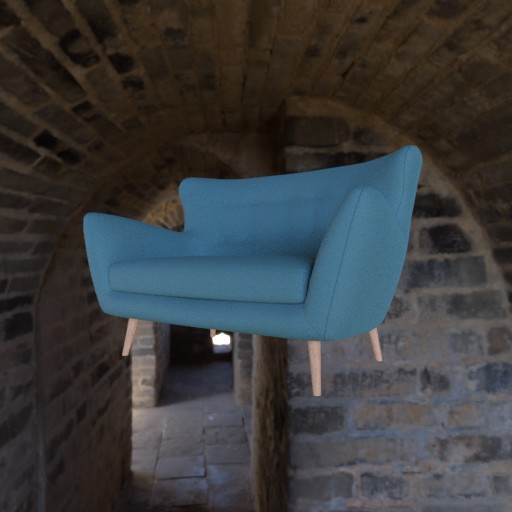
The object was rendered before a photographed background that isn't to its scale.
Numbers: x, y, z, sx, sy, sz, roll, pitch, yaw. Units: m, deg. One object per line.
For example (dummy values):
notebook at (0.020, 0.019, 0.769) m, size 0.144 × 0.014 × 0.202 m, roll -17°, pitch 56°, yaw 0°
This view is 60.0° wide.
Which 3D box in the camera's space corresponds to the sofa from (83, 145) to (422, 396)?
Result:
sofa at (0.000, 0.000, 1.971) m, size 1.397 × 0.889 × 0.889 m, roll 0°, pitch 0°, yaw 36°
